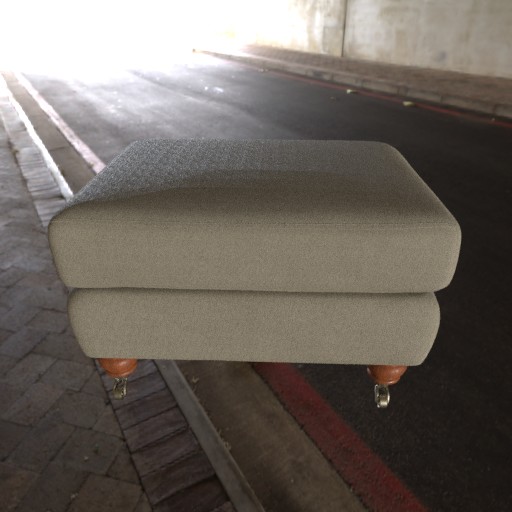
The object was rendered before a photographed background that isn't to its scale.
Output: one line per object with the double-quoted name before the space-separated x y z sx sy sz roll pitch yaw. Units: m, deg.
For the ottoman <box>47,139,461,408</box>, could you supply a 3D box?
"ottoman" 0.000 0.000 1.118 0.773 0.504 0.569 1 30 2
